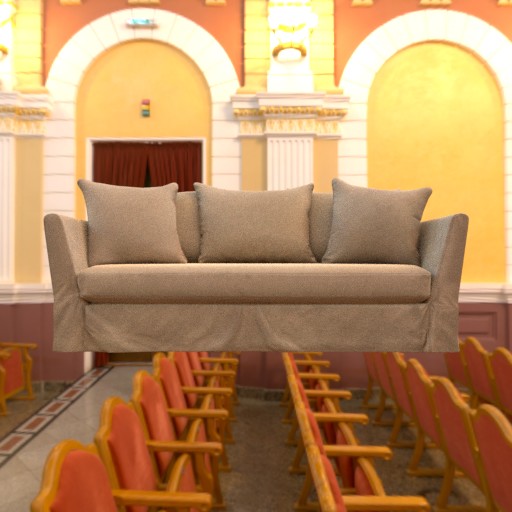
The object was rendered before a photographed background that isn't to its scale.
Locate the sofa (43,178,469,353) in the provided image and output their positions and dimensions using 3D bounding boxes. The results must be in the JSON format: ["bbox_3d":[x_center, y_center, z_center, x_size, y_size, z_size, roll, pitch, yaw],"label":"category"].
[{"bbox_3d":[0.000,0.000,2.859,2.290,1.034,1.031,0,0,0],"label":"sofa"}]
